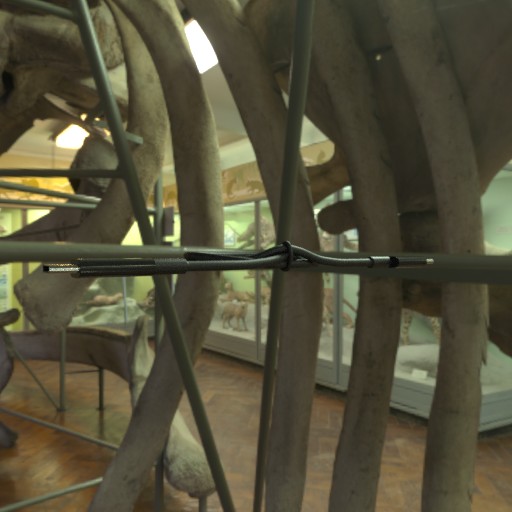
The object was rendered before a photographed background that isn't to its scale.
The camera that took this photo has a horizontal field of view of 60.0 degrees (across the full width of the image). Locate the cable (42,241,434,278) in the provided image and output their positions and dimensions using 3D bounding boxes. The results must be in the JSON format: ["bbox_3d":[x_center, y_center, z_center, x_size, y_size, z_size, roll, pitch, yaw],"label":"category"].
[{"bbox_3d":[0.000,0.000,0.222,0.203,0.014,0.070,0,1,-36],"label":"cable"}]
